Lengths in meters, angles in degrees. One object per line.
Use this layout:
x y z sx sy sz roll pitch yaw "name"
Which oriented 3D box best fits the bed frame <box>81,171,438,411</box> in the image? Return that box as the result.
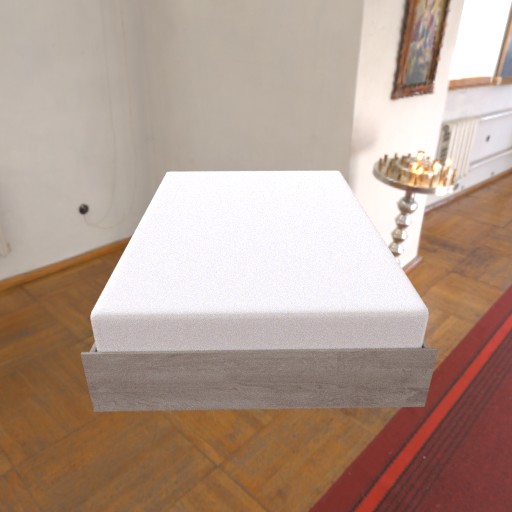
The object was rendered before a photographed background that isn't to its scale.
0.000 0.000 2.684 1.445 0.497 1.945 -1 28 -1 "bed frame"
